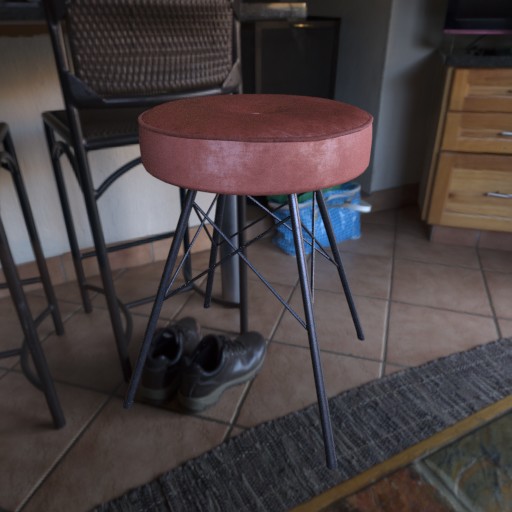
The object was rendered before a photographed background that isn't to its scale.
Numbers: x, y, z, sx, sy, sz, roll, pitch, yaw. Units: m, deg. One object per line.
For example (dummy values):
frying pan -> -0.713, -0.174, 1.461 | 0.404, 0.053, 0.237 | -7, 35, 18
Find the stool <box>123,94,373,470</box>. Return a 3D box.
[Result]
stool -> 0.000, 0.000, 0.909 | 0.457, 0.593, 0.421 | 9, 29, 17
